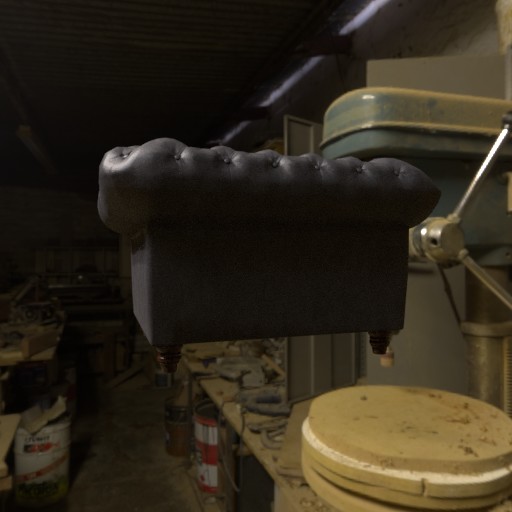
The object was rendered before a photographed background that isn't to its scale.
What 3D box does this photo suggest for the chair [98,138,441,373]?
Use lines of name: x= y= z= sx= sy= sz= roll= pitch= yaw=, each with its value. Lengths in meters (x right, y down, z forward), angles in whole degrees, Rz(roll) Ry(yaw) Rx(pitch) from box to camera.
chair: x=0.000 y=0.000 z=1.918 sx=1.298 sy=0.780 sz=0.943 roll=0 pitch=0 yaw=-19
